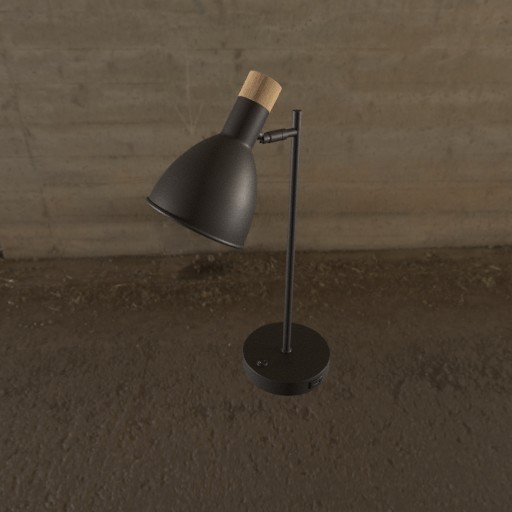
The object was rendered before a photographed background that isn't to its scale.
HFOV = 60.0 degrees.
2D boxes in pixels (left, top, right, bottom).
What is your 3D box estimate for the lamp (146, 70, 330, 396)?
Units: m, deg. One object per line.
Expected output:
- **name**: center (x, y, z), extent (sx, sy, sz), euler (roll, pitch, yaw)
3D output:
- **lamp**: center (0.000, 0.000, 0.620), extent (0.287, 0.483, 0.152), euler (-21, 36, -31)
